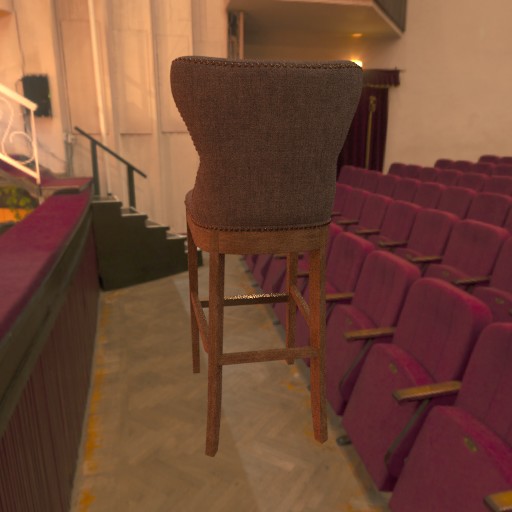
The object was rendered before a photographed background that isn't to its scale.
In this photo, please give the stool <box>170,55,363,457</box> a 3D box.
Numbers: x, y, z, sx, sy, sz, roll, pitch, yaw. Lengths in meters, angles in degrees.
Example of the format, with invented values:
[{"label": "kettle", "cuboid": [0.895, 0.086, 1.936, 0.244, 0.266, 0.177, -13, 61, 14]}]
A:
[{"label": "stool", "cuboid": [0.000, 0.000, 1.438, 0.494, 1.123, 0.606, -3, 16, -10]}]
